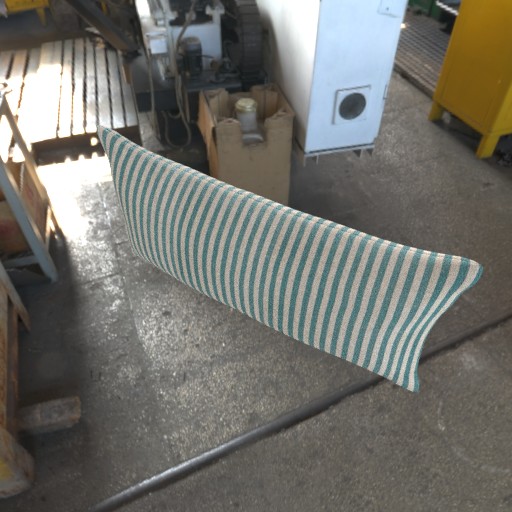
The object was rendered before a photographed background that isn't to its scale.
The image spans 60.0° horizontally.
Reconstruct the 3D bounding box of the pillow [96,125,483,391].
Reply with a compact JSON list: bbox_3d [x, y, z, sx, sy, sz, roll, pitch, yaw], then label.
[{"bbox_3d":[0.000,0.000,0.725,0.617,0.295,0.151,24,50,21],"label":"pillow"}]
